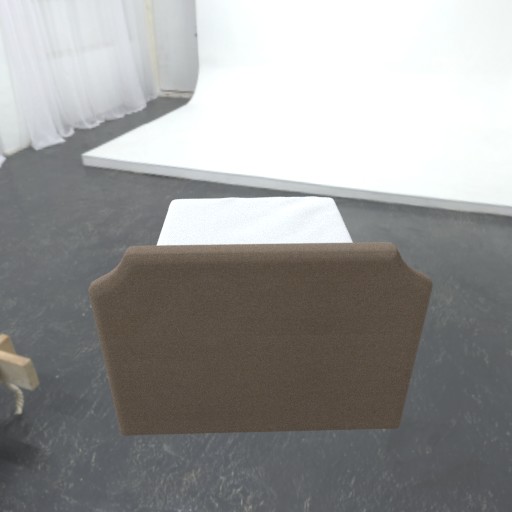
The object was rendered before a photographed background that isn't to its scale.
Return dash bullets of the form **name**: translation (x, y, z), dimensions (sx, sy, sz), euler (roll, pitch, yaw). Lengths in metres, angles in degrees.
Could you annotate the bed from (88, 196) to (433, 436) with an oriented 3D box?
- **bed**: translation (0.000, 0.000, 3.263), dimensions (1.693, 1.290, 2.116), euler (-1, 31, -1)
